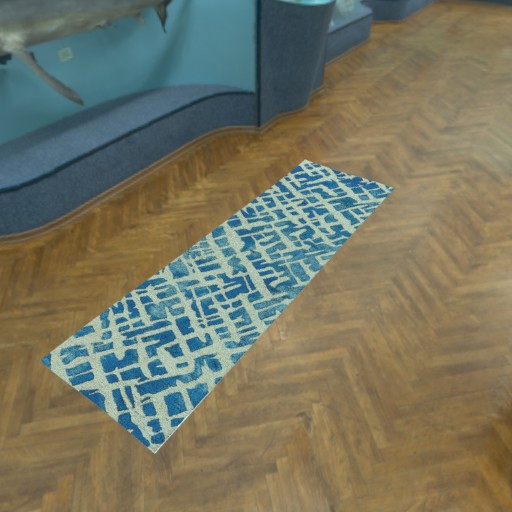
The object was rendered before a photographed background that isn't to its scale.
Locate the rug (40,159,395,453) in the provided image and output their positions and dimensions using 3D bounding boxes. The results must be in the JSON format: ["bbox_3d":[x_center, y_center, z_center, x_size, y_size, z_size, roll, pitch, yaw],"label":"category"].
[{"bbox_3d":[0.000,0.000,2.691,0.768,0.011,2.446,25,46,26],"label":"rug"}]
